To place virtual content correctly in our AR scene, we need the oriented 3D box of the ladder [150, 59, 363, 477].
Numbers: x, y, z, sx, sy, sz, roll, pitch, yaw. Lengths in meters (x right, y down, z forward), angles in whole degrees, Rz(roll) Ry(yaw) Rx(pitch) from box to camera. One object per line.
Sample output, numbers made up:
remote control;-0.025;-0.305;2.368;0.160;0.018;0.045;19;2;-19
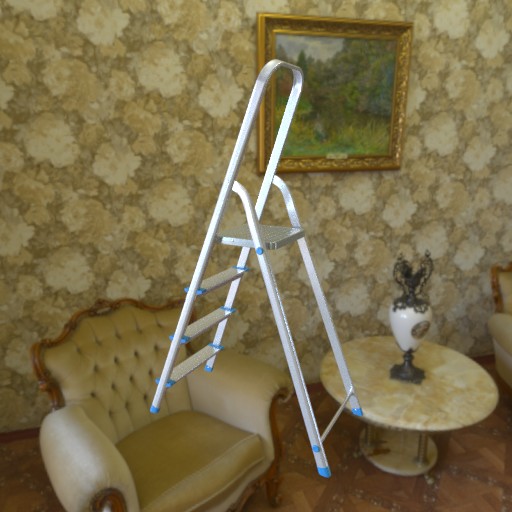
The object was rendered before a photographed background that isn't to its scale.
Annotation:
ladder;0.000;0.000;1.789;0.842;1.434;0.445;8;16;28
